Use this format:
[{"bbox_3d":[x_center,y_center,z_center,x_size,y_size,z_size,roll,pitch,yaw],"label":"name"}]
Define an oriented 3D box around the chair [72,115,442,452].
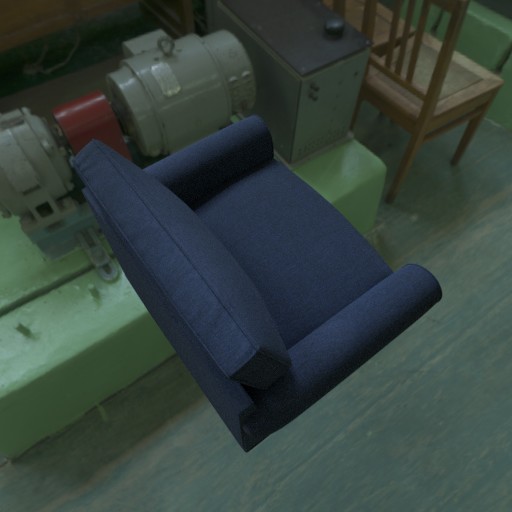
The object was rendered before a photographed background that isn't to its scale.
[{"bbox_3d":[0.000,0.000,1.946,0.963,1.044,1.285,-32,64,-18],"label":"chair"}]
